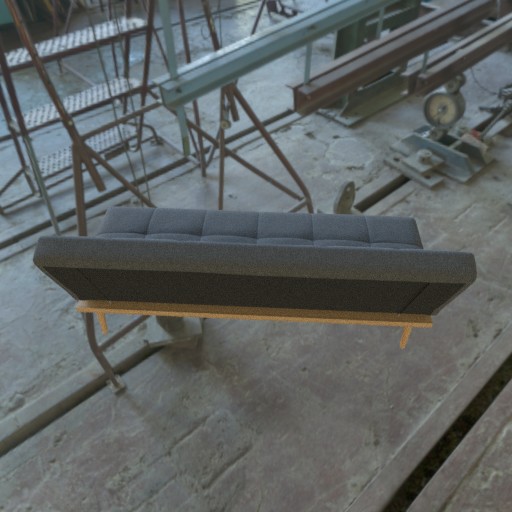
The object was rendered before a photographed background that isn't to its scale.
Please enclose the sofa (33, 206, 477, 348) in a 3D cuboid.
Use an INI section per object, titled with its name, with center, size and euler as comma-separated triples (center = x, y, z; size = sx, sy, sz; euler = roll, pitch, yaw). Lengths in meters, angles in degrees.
[sofa]
center = 0.000, 0.000, 2.288
size = 1.820, 0.770, 0.820
euler = 2, 46, 2
